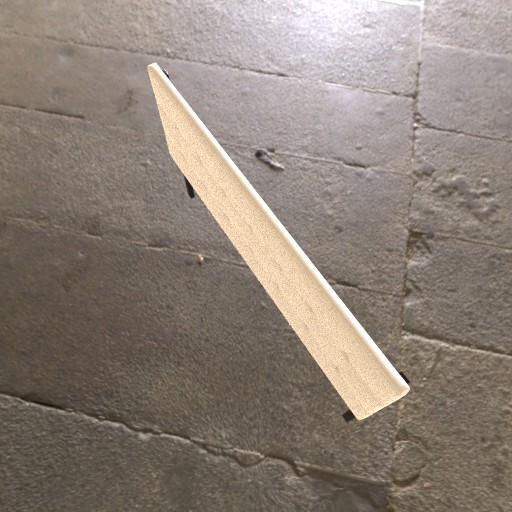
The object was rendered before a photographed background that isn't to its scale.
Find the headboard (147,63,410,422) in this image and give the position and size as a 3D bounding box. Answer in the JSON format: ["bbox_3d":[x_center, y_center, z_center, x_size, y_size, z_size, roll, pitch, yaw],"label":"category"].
[{"bbox_3d":[0.000,0.000,2.925,0.120,1.410,2.362,-30,67,-14],"label":"headboard"}]
